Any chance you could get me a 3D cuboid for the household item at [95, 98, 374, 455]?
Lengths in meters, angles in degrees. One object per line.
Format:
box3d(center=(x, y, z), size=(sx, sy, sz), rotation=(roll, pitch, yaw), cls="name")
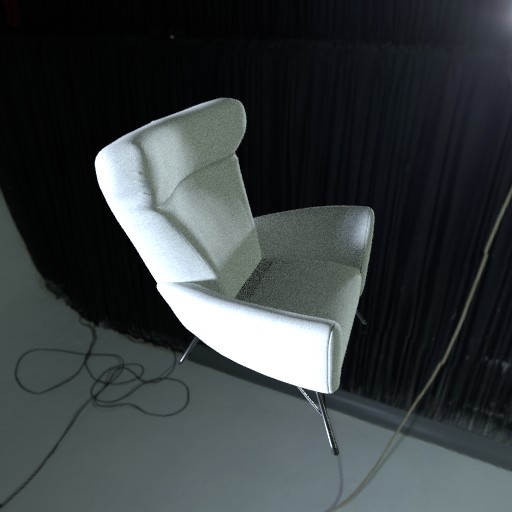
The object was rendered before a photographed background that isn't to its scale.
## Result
box3d(center=(0.000, 0.000, 1.774), size=(0.900, 1.050, 0.980), rotation=(10, 31, 17), cls="household item")
